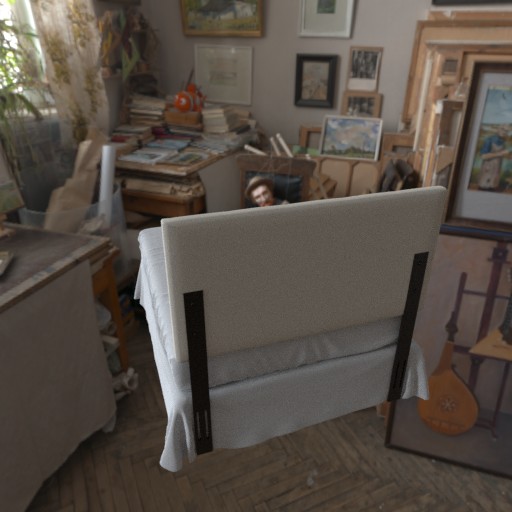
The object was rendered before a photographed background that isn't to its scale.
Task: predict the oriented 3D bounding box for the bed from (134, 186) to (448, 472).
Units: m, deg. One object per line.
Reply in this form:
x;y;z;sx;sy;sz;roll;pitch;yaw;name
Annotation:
0.000;0.000;3.501;1.936;1.577;2.222;-9;28;-17;bed
